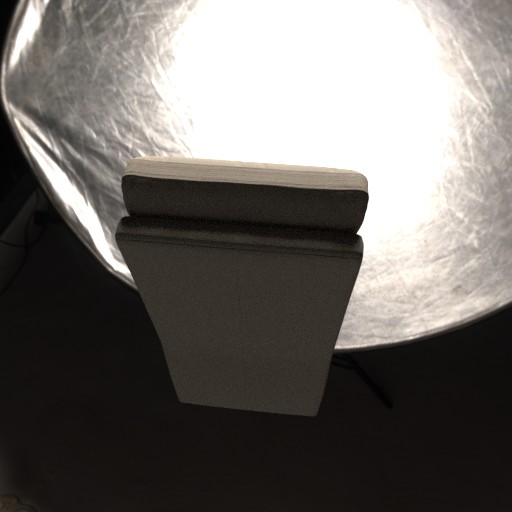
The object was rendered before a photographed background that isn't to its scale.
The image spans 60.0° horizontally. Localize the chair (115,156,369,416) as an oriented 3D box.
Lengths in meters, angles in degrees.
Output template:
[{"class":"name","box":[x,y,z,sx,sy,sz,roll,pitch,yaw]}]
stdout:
[{"class":"chair","box":[0.000,0.000,1.342,0.503,0.927,0.698,5,47,4]}]
